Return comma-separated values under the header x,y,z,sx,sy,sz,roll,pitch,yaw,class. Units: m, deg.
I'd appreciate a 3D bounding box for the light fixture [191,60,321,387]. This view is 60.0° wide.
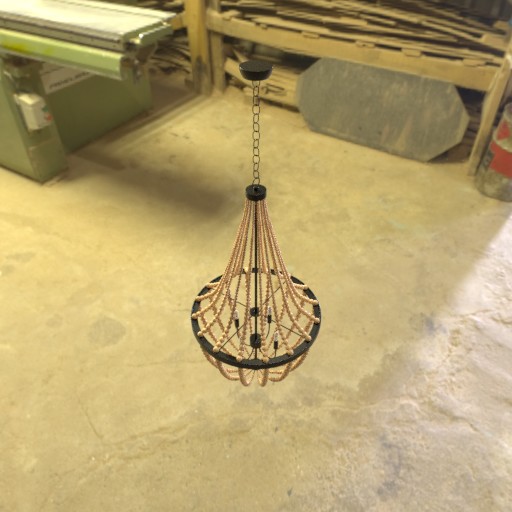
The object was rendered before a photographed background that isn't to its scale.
x,y,z,sx,sy,sz,roll,pitch,yaw,class
0.000,0.000,1.372,0.450,1.133,0.450,0,40,0,light fixture
